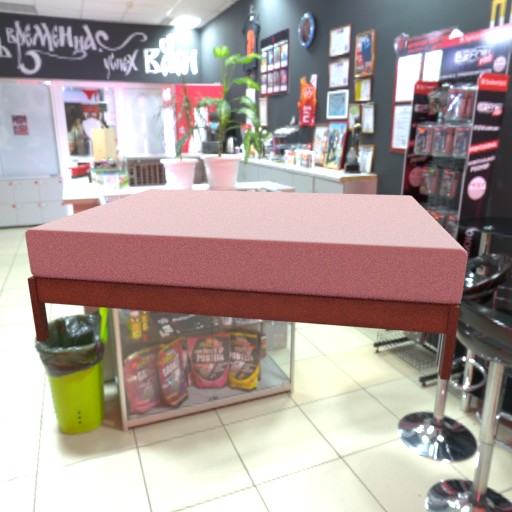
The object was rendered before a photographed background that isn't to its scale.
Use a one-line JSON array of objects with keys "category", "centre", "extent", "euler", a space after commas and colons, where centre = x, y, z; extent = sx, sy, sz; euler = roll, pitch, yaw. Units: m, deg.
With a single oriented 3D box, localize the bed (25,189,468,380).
[{"category": "bed", "centre": [0.000, 0.000, 2.771], "extent": [2.050, 0.593, 1.529], "euler": [3, 17, 10]}]
